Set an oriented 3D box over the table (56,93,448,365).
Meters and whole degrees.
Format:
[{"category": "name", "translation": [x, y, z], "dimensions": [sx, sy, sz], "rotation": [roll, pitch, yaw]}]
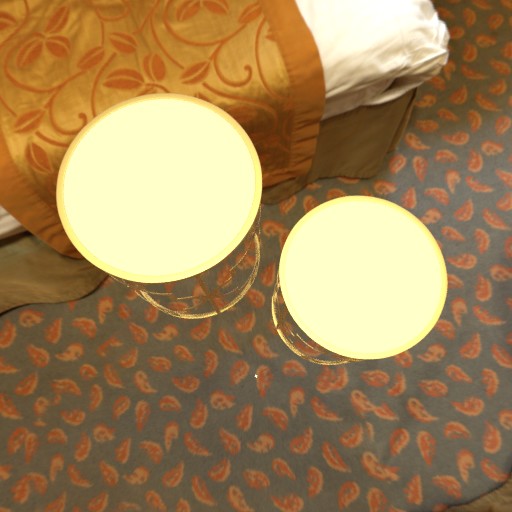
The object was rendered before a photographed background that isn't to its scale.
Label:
[{"category": "table", "translation": [0.000, 0.000, 1.158], "dimensions": [0.846, 0.564, 0.420], "rotation": [21, 76, 6]}]
